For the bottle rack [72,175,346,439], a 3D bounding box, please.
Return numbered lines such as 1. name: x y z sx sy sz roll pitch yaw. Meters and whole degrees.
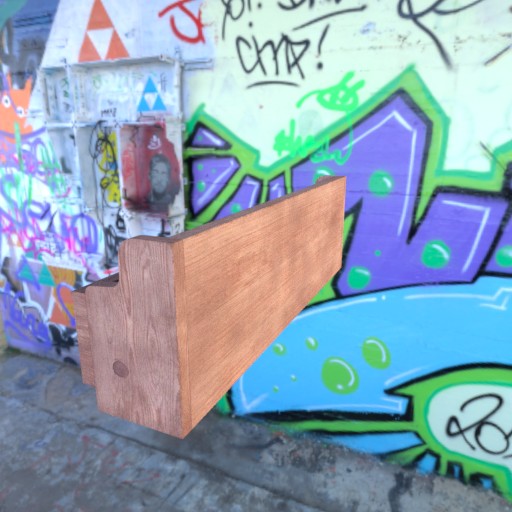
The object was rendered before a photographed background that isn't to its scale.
1. bottle rack: 0.000 0.000 0.694 0.126 0.196 0.608 7 18 24
